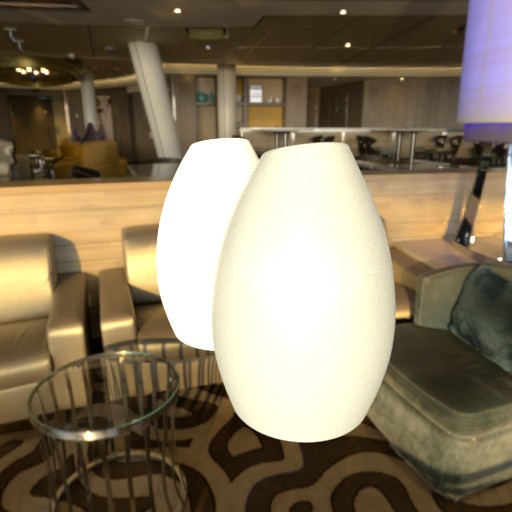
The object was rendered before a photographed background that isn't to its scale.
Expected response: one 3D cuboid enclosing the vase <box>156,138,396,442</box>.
[{"bbox_3d":[0.000,0.000,0.257,0.089,0.131,0.187,-8,18,-26],"label":"vase"}]
